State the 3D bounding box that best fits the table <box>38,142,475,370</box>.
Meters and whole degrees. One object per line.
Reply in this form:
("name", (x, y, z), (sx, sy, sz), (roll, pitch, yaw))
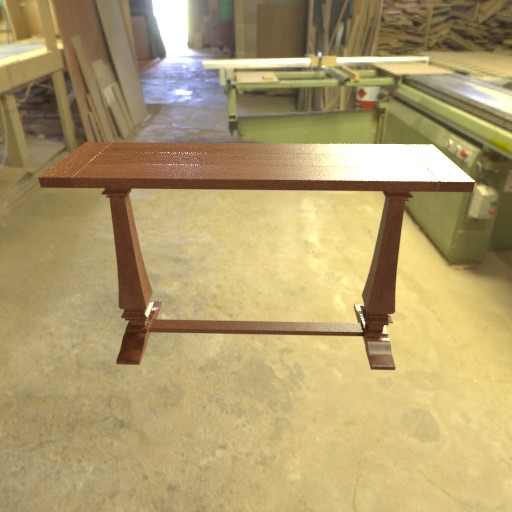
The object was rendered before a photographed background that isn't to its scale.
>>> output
("table", (0.000, 0.000, 1.904), (1.478, 0.852, 0.461), (1, 30, 1))
